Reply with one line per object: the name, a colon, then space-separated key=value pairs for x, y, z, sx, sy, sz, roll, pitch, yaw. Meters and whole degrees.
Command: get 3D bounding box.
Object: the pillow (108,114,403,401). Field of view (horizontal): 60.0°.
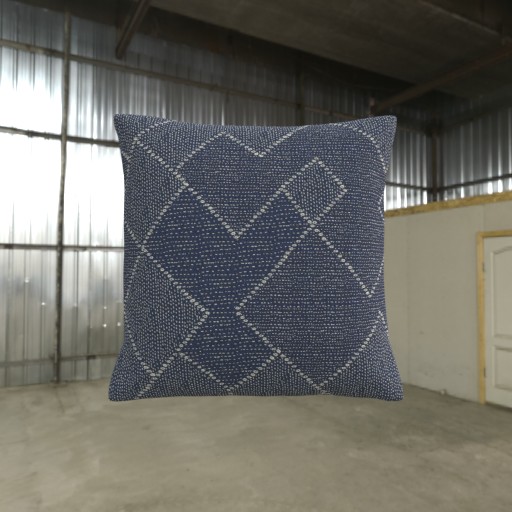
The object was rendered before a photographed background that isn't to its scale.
pillow: x=0.000 y=0.000 z=0.665 sx=0.435 sy=0.428 sz=0.148 roll=0 pitch=-1 yaw=0
